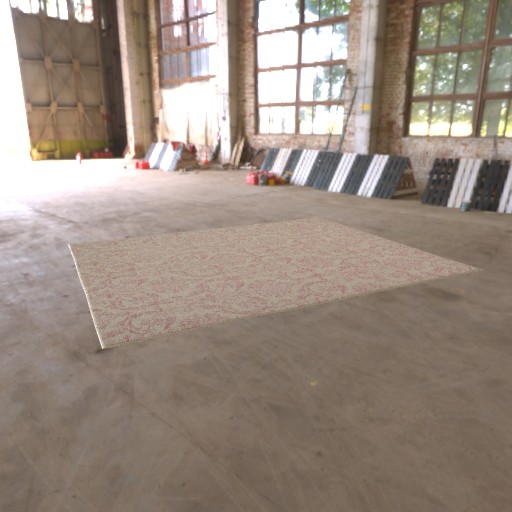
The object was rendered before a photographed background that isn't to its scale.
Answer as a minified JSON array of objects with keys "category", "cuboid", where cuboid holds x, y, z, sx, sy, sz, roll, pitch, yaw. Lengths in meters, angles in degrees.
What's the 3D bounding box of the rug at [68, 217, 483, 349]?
[{"category":"rug","cuboid":[0.000,0.000,4.000,2.980,0.012,2.363,-8,18,-25]}]
